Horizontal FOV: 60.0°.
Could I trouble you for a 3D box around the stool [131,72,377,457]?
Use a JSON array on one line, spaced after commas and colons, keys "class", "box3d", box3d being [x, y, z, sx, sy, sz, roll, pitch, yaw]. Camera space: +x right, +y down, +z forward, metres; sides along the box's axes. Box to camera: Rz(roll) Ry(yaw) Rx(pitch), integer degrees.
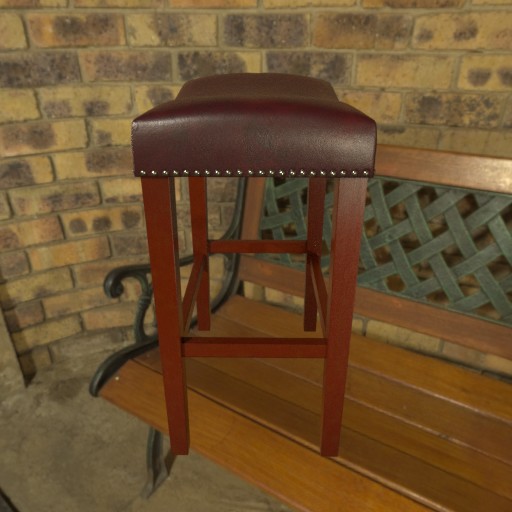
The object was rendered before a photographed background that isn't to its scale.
[{"class": "stool", "box3d": [0.000, 0.000, 1.012, 0.372, 0.742, 0.504, 0, 27, 1]}]
